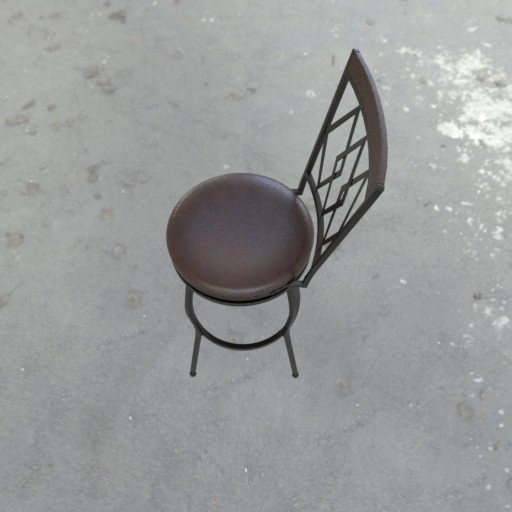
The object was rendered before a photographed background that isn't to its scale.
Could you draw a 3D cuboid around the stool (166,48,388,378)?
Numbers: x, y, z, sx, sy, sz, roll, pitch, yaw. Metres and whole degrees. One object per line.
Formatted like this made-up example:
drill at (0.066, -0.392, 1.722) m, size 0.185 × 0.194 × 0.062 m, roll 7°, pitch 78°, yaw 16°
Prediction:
stool at (0.000, 0.000, 1.379) m, size 0.521 × 1.134 × 0.432 m, roll 1°, pitch 58°, yaw 0°
